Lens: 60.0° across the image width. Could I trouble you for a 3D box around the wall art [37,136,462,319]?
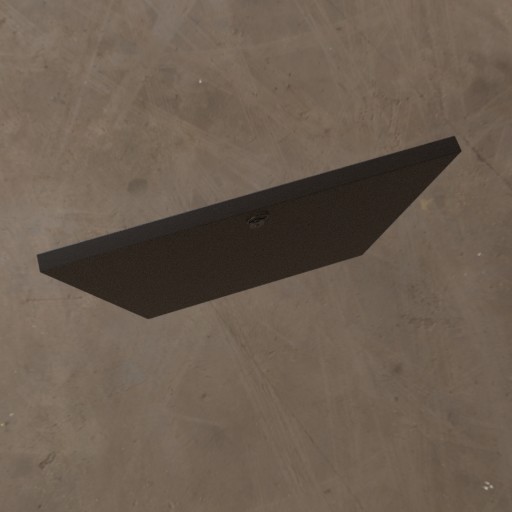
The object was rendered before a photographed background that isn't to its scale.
[{"bbox_3d":[0.000,0.000,1.203,0.805,0.807,0.043,-16,77,-4],"label":"wall art"}]
